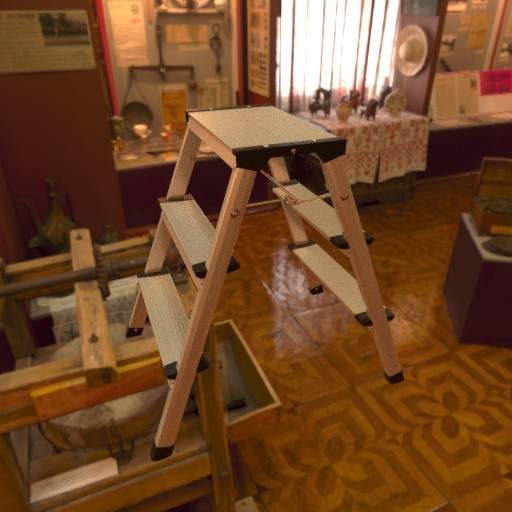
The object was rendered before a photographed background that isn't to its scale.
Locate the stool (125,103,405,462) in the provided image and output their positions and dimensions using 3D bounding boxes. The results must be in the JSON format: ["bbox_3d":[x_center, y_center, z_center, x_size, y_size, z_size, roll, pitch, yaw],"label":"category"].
[{"bbox_3d":[0.000,0.000,1.022,0.622,0.605,0.437,-11,31,-18],"label":"stool"}]
